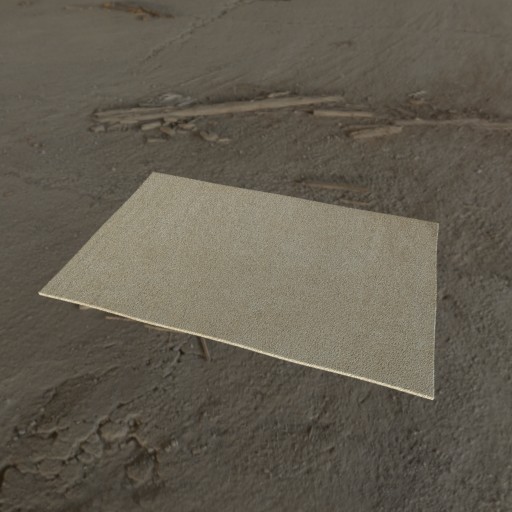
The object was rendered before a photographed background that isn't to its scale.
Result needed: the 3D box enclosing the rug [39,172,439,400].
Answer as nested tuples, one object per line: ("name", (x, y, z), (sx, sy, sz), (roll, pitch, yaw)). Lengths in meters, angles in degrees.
("rug", (0.000, 0.000, 3.012), (2.346, 0.025, 1.500), (12, 43, 13))
